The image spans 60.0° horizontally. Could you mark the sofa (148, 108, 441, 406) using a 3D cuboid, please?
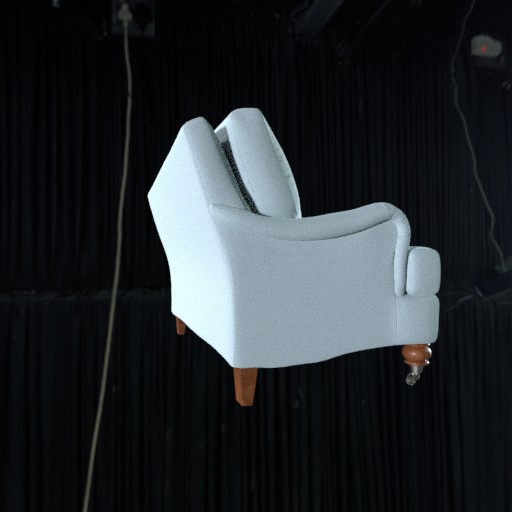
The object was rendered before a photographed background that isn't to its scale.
[{"bbox_3d":[0.000,0.000,2.517,1.084,1.101,1.853,0,-1,-18],"label":"sofa"}]
